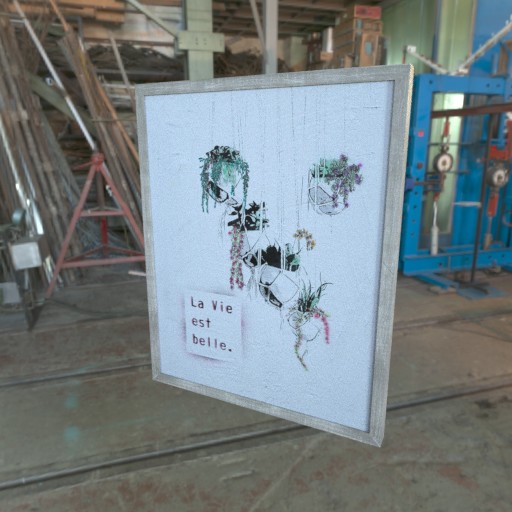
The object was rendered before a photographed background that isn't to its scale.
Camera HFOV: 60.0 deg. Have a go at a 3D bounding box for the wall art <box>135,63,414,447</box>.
[{"bbox_3d":[0.000,0.000,0.689,0.421,0.521,0.032,7,16,26],"label":"wall art"}]
